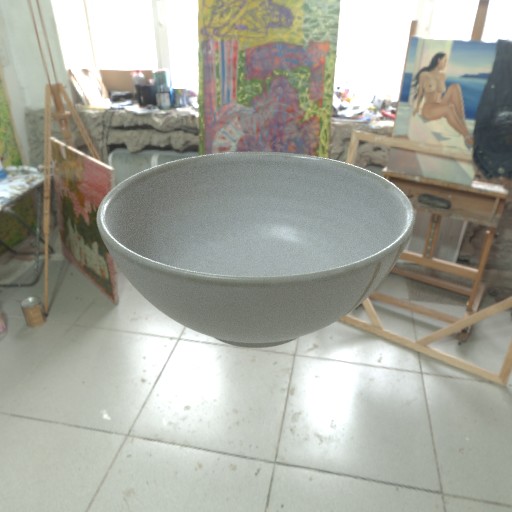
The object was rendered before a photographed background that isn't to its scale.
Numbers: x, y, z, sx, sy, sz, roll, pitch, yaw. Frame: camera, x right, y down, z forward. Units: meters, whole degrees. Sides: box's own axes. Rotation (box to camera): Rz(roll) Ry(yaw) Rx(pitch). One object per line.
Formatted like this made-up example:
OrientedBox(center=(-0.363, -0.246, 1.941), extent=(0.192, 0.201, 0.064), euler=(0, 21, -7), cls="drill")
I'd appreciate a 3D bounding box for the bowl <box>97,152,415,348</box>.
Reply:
OrientedBox(center=(0.000, 0.000, 0.419), extent=(0.268, 0.121, 0.268), euler=(0, 30, 0), cls="bowl")
